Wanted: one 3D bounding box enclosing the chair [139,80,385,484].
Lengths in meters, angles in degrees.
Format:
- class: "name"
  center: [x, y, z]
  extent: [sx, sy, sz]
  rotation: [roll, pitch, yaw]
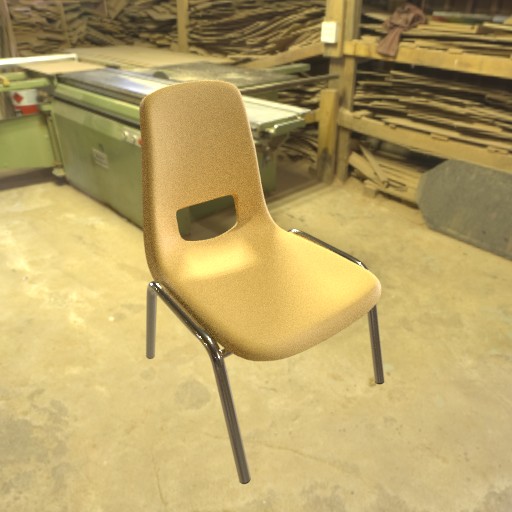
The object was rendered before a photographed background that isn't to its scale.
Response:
- class: "chair"
  center: [0.000, 0.000, 0.782]
  extent: [0.354, 0.536, 0.385]
  rotation: [-22, 36, -33]
